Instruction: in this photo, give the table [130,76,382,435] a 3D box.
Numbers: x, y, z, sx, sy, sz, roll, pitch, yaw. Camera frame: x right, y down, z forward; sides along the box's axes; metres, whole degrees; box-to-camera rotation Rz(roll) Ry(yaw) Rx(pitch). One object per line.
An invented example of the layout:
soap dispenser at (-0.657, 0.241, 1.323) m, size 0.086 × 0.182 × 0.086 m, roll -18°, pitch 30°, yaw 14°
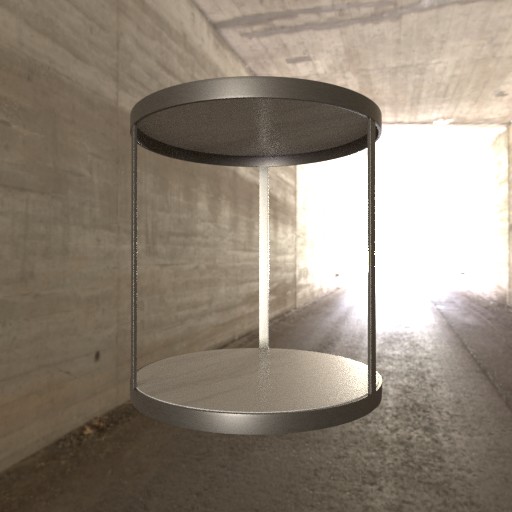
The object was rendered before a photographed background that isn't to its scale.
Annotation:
table at (0.000, 0.000, 0.813) m, size 0.445 × 0.479 × 0.445 m, roll 0°, pitch -1°, yaw 0°
